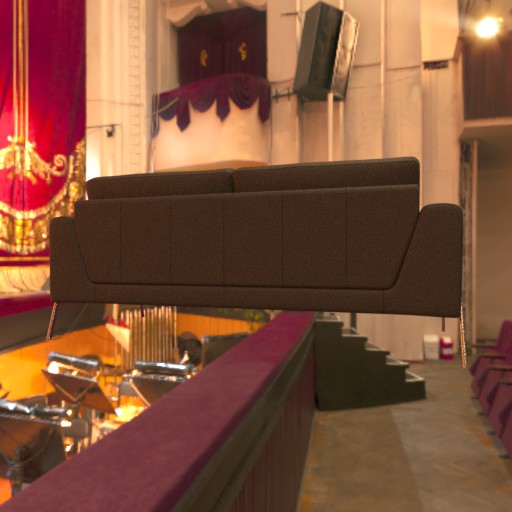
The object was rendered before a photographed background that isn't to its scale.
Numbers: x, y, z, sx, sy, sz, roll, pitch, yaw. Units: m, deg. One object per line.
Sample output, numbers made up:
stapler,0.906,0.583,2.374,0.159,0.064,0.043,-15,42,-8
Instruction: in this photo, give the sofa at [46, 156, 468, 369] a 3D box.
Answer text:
sofa,0.000,0.000,2.463,2.017,0.875,0.953,0,0,18
